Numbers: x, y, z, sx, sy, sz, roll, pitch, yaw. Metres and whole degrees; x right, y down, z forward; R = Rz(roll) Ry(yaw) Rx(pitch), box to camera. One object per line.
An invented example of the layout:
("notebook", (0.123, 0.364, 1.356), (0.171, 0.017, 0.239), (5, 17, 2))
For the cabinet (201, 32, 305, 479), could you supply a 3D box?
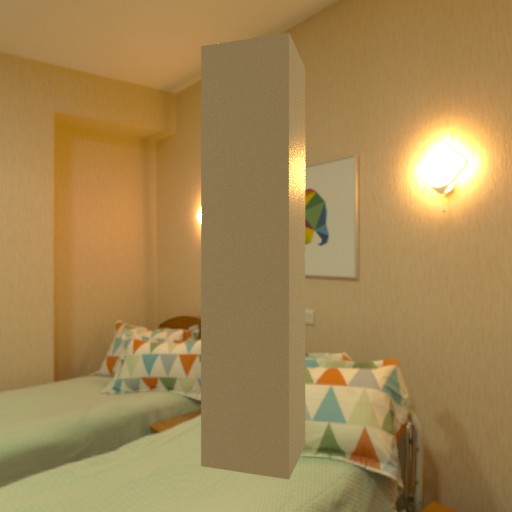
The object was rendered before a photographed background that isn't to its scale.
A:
("cabinet", (0.000, 0.000, 1.561), (0.300, 1.400, 0.269), (0, 0, 17))
